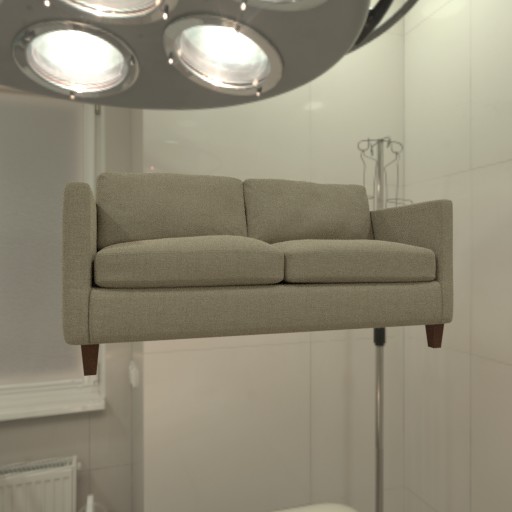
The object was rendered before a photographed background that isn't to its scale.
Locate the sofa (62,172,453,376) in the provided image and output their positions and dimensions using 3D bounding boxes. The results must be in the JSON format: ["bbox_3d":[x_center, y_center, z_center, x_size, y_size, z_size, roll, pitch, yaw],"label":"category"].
[{"bbox_3d":[0.000,0.000,2.419,1.884,0.947,0.951,0,0,-18],"label":"sofa"}]
